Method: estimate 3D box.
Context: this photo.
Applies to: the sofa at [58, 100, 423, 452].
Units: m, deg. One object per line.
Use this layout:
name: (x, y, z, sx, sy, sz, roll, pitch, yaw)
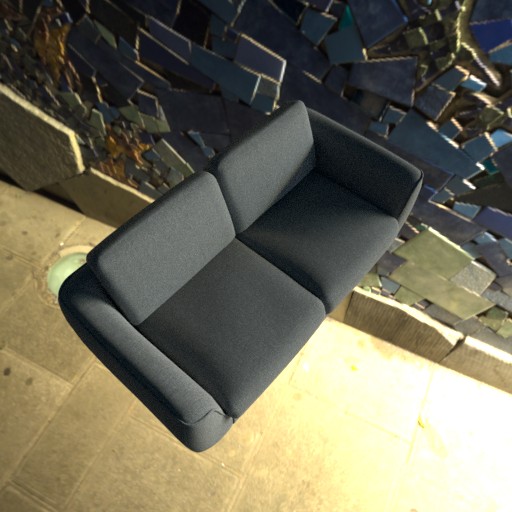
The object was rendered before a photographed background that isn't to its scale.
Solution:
sofa: (0.000, 0.000, 2.208, 0.920, 0.870, 1.700, 36, 63, 22)
